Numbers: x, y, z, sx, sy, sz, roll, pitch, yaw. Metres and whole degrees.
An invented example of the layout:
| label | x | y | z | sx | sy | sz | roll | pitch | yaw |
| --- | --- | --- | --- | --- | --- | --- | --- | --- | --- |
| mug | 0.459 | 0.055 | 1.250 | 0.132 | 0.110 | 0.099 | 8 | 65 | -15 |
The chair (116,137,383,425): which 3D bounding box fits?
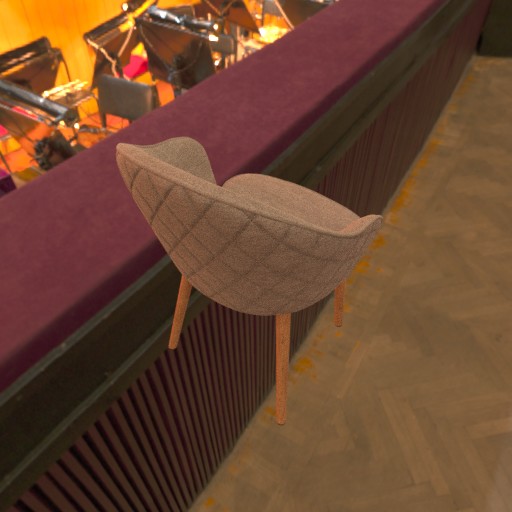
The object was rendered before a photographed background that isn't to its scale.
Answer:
| label | x | y | z | sx | sy | sz | roll | pitch | yaw |
| --- | --- | --- | --- | --- | --- | --- | --- | --- | --- |
| chair | 0.000 | 0.000 | 1.146 | 0.540 | 0.800 | 0.530 | 27 | 51 | 24 |
